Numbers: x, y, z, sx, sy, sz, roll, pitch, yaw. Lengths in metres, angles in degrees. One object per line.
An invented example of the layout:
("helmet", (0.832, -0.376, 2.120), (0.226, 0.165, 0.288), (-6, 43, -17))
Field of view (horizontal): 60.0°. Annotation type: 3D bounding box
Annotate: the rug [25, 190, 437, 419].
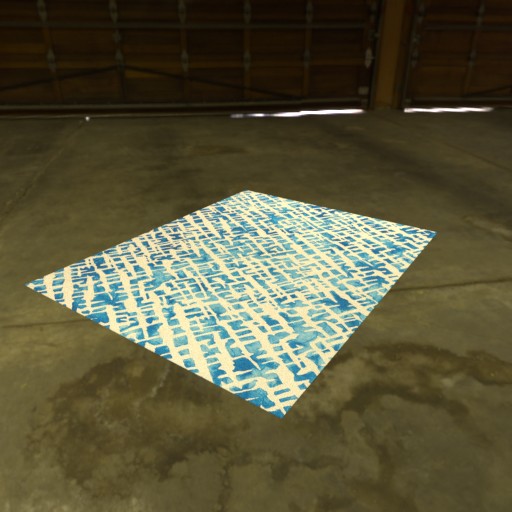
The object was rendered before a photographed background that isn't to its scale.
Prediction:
("rug", (0.000, 0.000, 4.040), (2.435, 0.007, 3.007), (17, 31, 31))
